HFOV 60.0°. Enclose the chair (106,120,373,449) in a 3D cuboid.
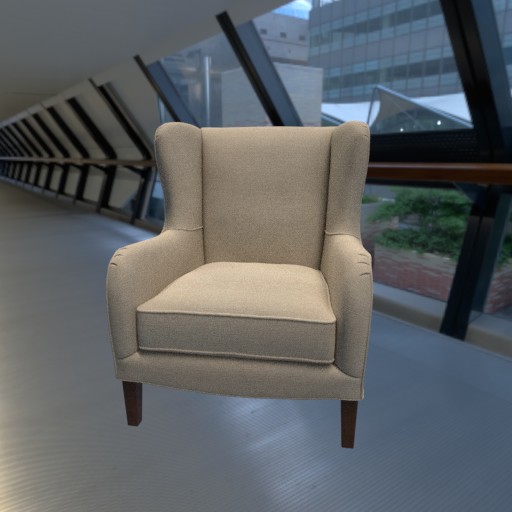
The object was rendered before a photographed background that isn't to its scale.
[{"bbox_3d":[0.000,0.000,1.757,0.838,1.040,0.966,2,14,9],"label":"chair"}]
